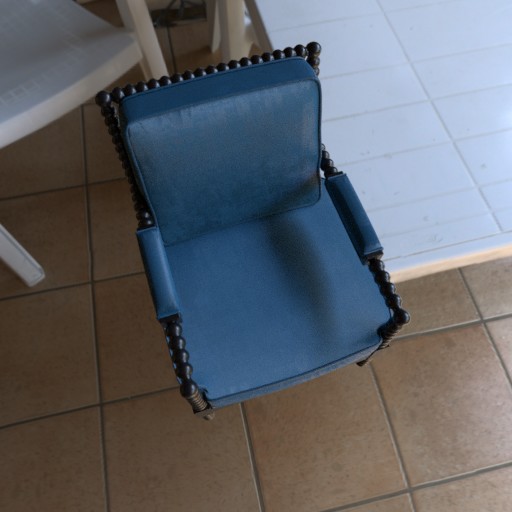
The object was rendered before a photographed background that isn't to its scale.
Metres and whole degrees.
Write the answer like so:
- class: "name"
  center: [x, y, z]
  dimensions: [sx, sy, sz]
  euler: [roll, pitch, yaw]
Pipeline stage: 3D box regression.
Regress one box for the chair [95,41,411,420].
- class: "chair"
  center: [0.000, 0.000, 1.410]
  dimensions: [0.688, 0.857, 0.805]
  euler: [-17, 65, -8]
